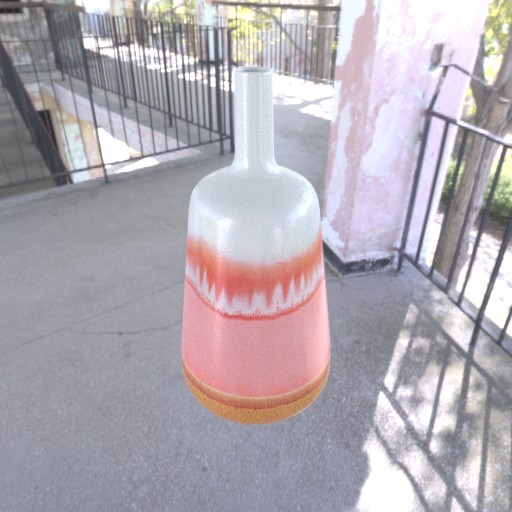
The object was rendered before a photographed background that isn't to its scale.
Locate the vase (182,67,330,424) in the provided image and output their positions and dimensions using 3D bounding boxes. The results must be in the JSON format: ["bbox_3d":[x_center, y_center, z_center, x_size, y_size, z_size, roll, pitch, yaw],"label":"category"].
[{"bbox_3d":[0.000,0.000,0.378,0.144,0.296,0.144,0,31,0],"label":"vase"}]
